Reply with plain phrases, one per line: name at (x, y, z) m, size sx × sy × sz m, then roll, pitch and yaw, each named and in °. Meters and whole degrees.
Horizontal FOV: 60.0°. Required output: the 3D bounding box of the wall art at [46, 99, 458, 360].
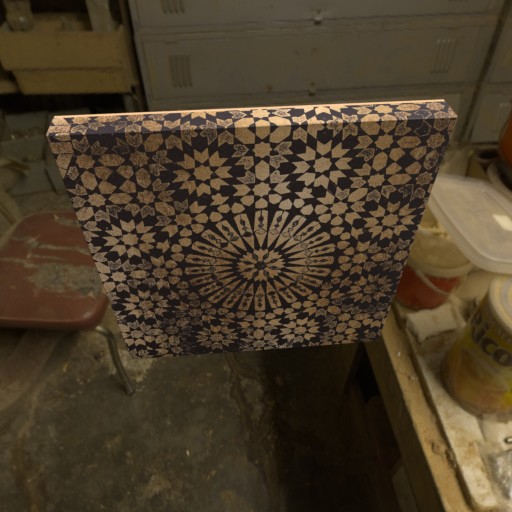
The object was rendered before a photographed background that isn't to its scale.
wall art at (0.000, 0.000, 0.591) m, size 0.405 × 0.405 × 0.038 m, roll -4°, pitch 46°, yaw -4°
